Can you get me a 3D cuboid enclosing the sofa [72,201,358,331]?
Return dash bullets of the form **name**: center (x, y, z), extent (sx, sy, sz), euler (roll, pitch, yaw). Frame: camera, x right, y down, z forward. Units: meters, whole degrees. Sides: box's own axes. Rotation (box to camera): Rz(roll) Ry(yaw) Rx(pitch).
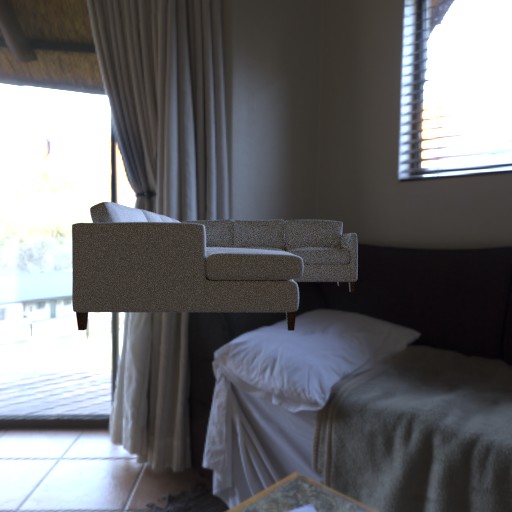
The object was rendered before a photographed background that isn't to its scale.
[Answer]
- **sofa**: center (0.000, 0.000, 4.756), extent (2.593, 0.956, 3.459), euler (0, 2, 0)
